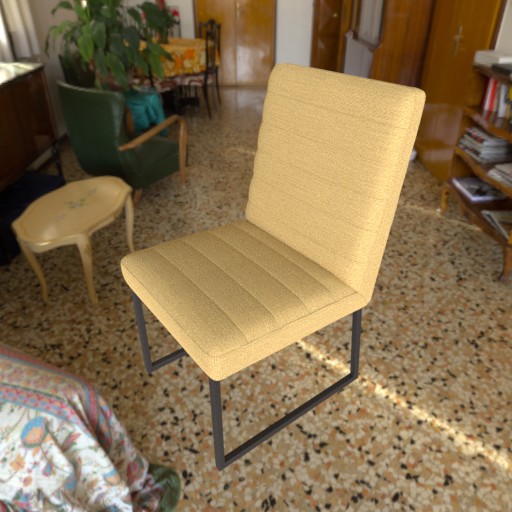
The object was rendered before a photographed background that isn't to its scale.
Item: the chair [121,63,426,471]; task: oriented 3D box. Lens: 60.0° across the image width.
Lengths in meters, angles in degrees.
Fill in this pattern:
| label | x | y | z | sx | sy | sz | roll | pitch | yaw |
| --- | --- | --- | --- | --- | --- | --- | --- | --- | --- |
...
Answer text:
| label | x | y | z | sx | sy | sz | roll | pitch | yaw |
| --- | --- | --- | --- | --- | --- | --- | --- | --- | --- |
| chair | 0.000 | 0.000 | 1.269 | 0.634 | 0.930 | 0.520 | -22 | 38 | -31 |
